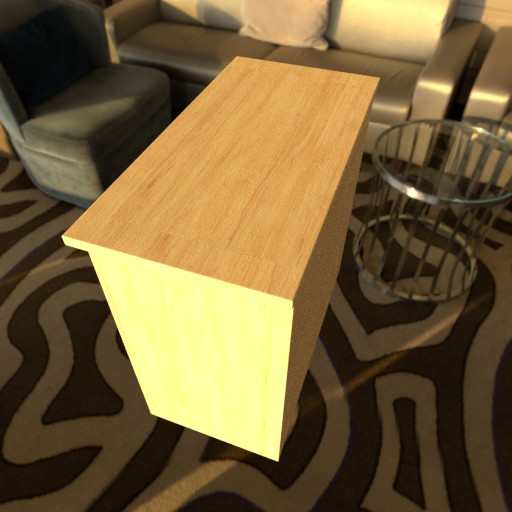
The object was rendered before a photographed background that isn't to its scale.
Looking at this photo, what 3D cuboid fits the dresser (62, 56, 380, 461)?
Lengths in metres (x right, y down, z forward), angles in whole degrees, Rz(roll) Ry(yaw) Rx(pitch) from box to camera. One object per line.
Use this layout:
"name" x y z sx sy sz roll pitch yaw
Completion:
"dresser" 0.000 0.000 1.226 0.410 0.730 0.800 15 48 14
